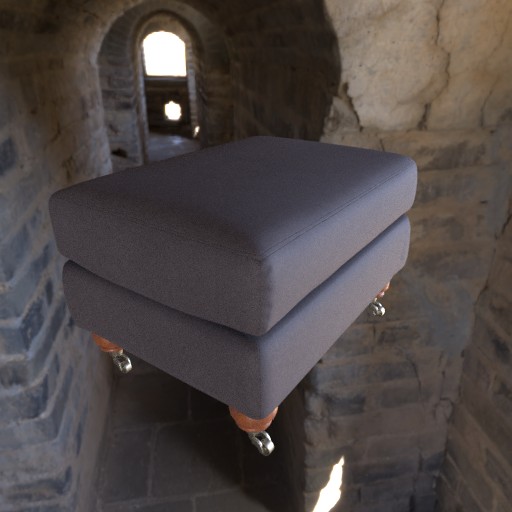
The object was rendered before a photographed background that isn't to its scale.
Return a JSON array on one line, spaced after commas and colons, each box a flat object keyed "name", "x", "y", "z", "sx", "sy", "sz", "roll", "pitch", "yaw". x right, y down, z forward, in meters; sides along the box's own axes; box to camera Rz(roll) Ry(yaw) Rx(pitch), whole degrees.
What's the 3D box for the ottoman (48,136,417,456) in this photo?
[{"name": "ottoman", "x": 0.000, "y": 0.000, "z": 1.134, "sx": 0.574, "sy": 0.497, "sz": 0.773, "roll": 17, "pitch": 30, "yaw": 31}]
